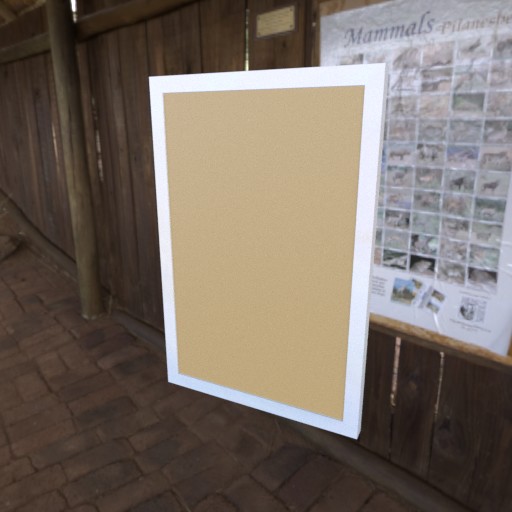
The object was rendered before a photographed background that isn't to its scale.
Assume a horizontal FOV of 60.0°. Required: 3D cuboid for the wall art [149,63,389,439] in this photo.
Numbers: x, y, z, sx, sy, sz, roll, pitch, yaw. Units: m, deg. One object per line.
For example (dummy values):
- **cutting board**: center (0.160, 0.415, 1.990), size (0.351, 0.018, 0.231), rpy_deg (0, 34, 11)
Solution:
- **wall art**: center (0.000, 0.000, 1.184), size (0.612, 0.915, 0.039), rpy_deg (8, 18, 25)
